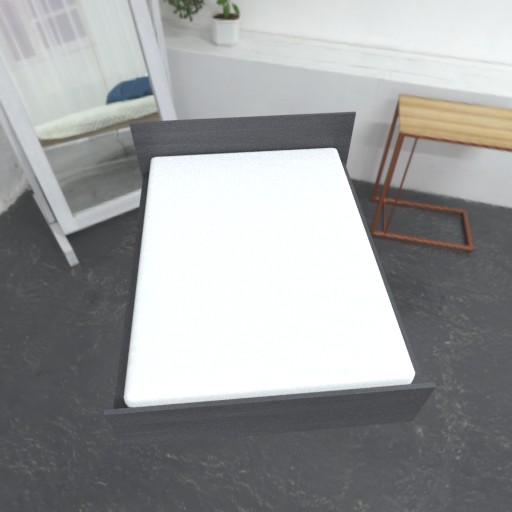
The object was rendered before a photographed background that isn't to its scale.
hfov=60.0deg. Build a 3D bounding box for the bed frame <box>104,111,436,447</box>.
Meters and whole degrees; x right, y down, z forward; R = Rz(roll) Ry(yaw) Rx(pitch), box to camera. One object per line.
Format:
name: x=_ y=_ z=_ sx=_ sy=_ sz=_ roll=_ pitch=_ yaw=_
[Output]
bed frame: x=0.000 y=0.000 z=2.828 sx=1.622 sy=0.800 sz=1.960 roll=-4 pitch=49 yaw=-3
